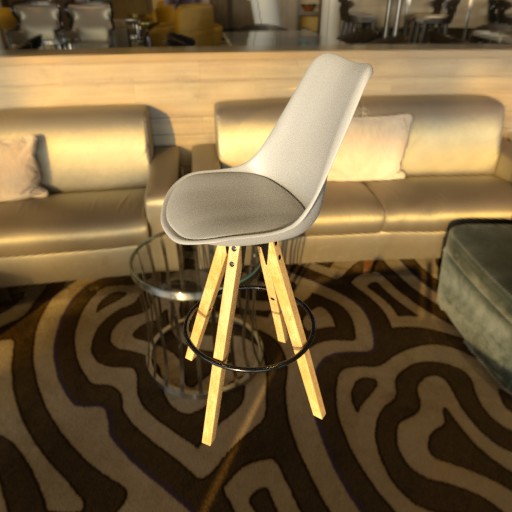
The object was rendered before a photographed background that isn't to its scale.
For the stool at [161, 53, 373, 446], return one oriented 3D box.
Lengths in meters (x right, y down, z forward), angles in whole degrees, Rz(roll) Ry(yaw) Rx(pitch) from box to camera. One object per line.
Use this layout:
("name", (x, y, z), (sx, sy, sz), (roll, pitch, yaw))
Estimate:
("stool", (0.000, 0.000, 1.378), (0.550, 1.115, 0.485), (-8, 32, -13))
